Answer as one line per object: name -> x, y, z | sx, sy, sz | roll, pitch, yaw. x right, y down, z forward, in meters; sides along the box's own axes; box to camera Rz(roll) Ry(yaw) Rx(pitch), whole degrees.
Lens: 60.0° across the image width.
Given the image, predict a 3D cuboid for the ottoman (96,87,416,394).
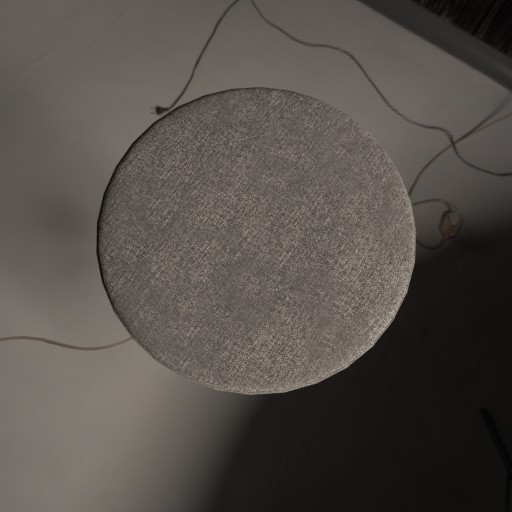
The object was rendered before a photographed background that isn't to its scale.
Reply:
ottoman -> 0.000, 0.000, 0.868 | 0.500, 0.419, 0.500 | 0, 76, 0
